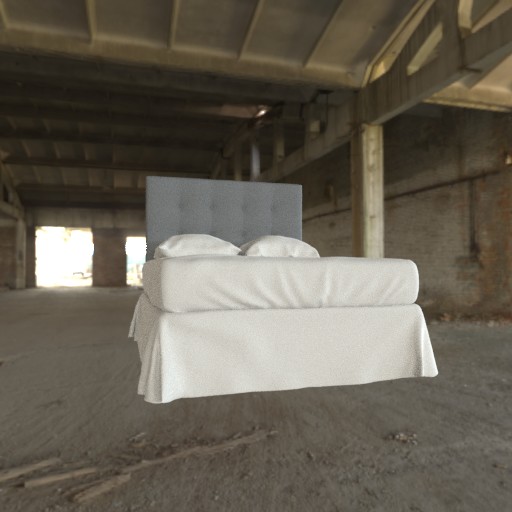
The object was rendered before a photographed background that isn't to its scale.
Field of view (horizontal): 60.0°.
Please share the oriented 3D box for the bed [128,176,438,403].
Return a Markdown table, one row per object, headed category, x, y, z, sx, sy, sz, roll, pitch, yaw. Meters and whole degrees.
| category | x | y | z | sx | sy | sz | roll | pitch | yaw |
| --- | --- | --- | --- | --- | --- | --- | --- | --- | --- |
| bed | 0.000 | 0.000 | 3.568 | 1.936 | 1.577 | 2.222 | 0 | -1 | -17 |
